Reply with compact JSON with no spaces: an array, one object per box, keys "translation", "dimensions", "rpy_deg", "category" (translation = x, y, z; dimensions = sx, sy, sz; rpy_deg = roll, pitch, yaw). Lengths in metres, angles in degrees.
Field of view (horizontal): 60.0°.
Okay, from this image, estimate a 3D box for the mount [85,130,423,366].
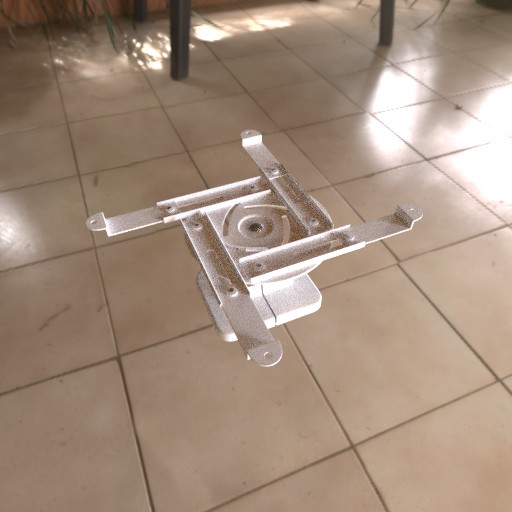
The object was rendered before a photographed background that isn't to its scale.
[{"translation":[0.000,0.000,0.602],"dimensions":[0.394,0.141,0.394],"rpy_deg":[-17,48,-16],"category":"mount"}]
